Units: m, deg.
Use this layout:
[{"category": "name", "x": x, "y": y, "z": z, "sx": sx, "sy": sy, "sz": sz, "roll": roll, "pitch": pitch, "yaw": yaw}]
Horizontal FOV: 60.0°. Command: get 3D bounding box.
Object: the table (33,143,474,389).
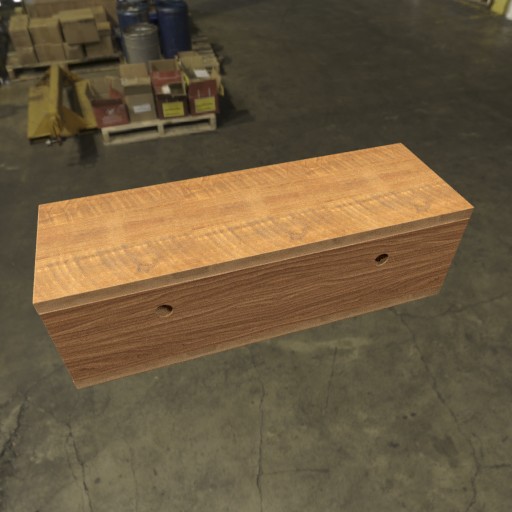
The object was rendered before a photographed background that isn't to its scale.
[{"category": "table", "x": 0.000, "y": 0.000, "z": 1.773, "sx": 1.499, "sy": 0.491, "sz": 0.499, "roll": -12, "pitch": 44, "yaw": -13}]
